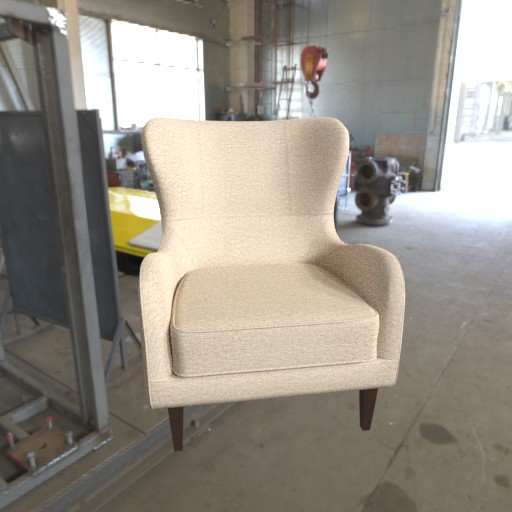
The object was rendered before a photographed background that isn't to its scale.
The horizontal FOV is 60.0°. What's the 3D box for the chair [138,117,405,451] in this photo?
[{"bbox_3d":[0.000,0.000,1.770,0.861,1.064,0.984,-3,17,-9],"label":"chair"}]
